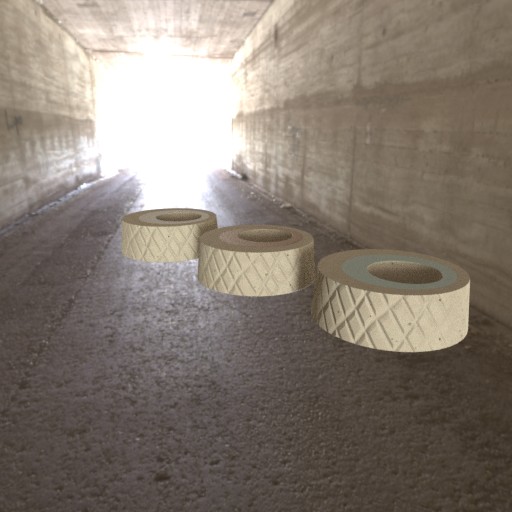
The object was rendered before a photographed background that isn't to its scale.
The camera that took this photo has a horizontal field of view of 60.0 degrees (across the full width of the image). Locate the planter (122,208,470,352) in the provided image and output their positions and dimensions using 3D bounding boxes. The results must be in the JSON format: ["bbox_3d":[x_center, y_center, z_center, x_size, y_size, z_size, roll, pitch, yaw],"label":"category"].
[{"bbox_3d":[0.000,0.000,0.425,0.390,0.038,0.114,15,23,42],"label":"planter"}]
